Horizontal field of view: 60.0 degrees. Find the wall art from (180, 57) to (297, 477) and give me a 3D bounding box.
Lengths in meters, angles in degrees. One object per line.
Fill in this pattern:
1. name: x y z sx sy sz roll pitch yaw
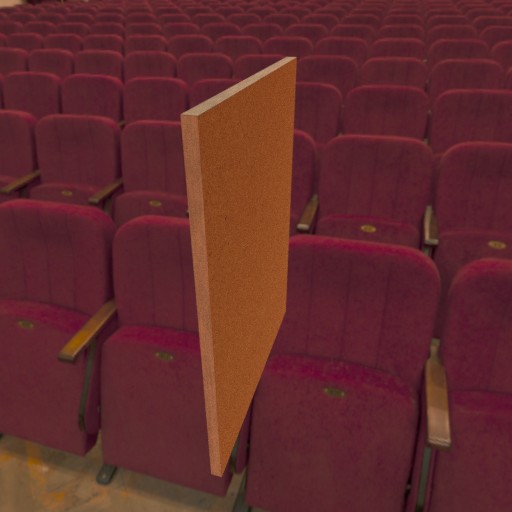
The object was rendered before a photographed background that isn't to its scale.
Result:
1. wall art: 0.000 0.000 0.810 0.020 0.613 0.481 9 32 14
